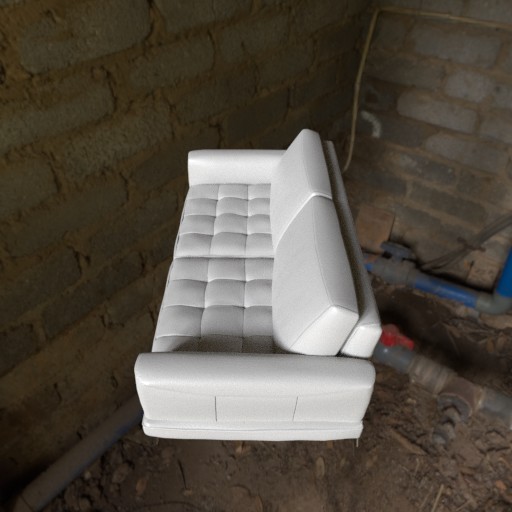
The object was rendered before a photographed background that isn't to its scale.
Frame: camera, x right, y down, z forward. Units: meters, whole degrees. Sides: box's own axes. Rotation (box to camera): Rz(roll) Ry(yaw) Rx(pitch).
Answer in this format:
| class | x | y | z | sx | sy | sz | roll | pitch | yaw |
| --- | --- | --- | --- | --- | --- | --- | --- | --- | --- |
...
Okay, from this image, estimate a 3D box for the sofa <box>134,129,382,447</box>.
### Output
| class | x | y | z | sx | sy | sz | roll | pitch | yaw |
| --- | --- | --- | --- | --- | --- | --- | --- | --- | --- |
| sofa | 0.000 | 0.000 | 2.794 | 1.121 | 0.930 | 2.177 | 0 | 41 | 0 |
